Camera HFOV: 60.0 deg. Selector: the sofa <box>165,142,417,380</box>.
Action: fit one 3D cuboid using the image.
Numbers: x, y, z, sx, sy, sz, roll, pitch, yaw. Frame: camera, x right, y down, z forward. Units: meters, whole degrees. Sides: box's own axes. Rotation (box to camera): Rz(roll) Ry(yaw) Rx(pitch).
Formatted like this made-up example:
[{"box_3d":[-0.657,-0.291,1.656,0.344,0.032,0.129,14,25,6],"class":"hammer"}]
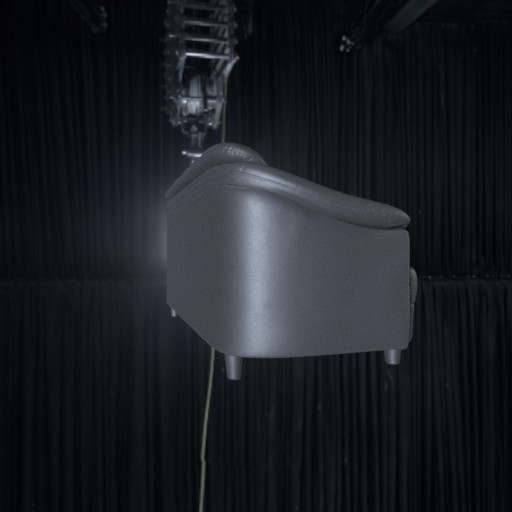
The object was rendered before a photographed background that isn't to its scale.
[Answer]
[{"box_3d":[0.000,0.000,2.304,0.800,0.811,1.829,0,1,-18],"class":"sofa"}]
